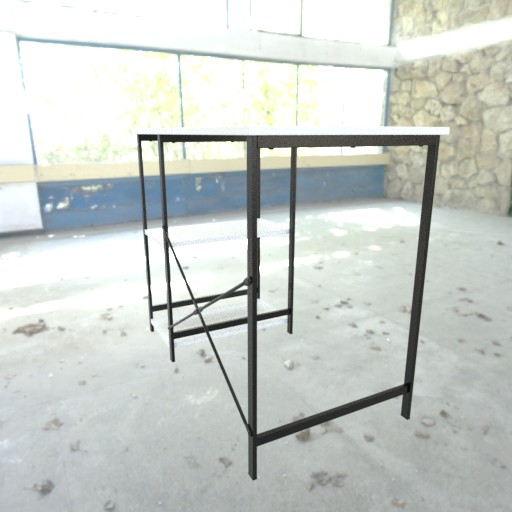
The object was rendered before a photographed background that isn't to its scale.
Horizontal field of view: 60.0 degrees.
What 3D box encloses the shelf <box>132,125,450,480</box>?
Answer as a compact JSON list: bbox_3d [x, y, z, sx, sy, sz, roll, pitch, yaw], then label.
[{"bbox_3d":[0.000,0.000,1.355,0.498,0.750,0.902,-8,17,-26],"label":"shelf"}]
